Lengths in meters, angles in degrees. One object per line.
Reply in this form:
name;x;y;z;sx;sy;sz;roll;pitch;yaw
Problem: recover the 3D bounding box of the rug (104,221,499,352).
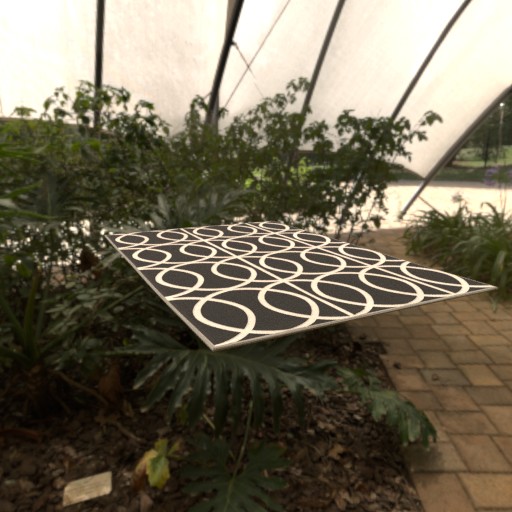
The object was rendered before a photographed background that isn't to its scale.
rug;0.000;0.000;2.841;1.528;0.014;2.294;-7;15;-26
